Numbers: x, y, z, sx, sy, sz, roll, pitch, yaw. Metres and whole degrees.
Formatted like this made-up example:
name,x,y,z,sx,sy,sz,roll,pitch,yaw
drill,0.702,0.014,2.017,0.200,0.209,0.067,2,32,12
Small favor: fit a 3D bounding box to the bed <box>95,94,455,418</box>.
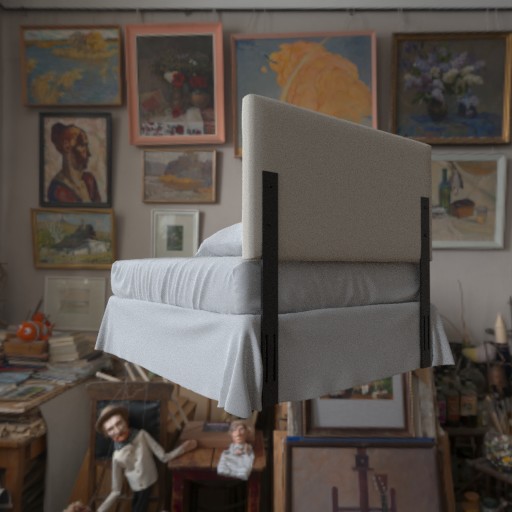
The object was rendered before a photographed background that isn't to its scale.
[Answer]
name,x,y,z,sx,sy,sz,roll,pitch,yaw
bed,0.000,0.000,3.483,1.936,1.577,2.222,1,-2,-37
